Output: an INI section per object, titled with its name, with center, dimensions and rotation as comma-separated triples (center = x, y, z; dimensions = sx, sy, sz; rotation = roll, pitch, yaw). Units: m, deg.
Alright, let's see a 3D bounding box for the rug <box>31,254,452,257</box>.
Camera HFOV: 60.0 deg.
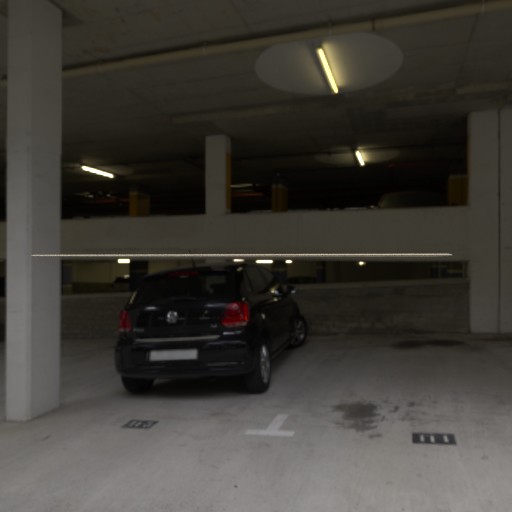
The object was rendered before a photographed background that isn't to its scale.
[rug]
center = 0.000, 0.000, 2.966
dimensions = 2.284, 0.008, 1.522
rotation = 0, 0, 18
